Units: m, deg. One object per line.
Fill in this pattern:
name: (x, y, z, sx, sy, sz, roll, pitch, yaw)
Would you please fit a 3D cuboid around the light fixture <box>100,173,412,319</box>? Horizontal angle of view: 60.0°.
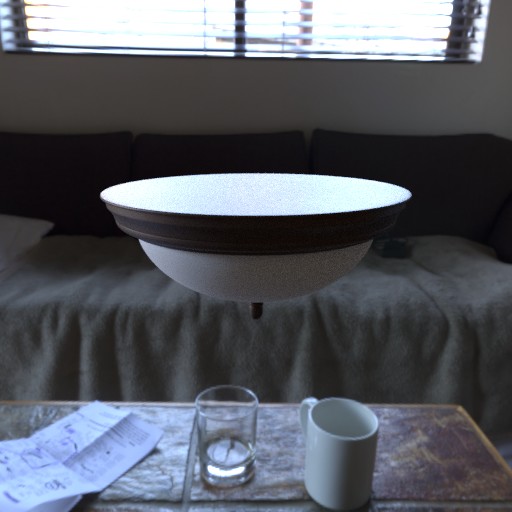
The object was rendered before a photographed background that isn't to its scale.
light fixture: (0.000, 0.000, 0.438, 0.280, 0.135, 0.280, 0, 16, 0)
